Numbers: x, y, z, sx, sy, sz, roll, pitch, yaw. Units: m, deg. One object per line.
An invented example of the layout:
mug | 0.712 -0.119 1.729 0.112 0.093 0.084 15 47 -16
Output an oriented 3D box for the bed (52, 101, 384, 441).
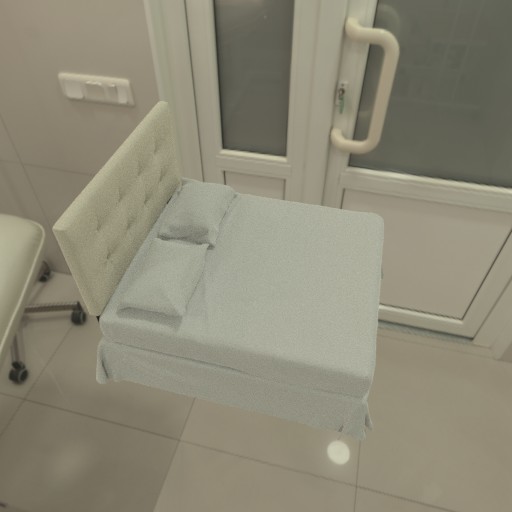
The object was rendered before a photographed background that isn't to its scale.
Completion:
bed | 0.000 0.000 3.497 2.222 1.577 1.936 10 47 10
